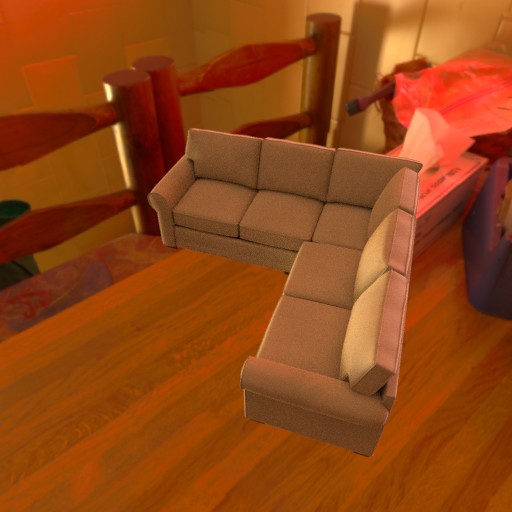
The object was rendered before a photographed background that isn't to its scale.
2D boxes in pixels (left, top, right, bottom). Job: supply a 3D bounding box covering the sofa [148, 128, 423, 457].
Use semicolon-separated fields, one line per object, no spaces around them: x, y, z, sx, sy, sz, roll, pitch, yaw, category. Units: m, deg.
0.000;0.000;3.835;2.487;1.053;2.562;13;43;14;sofa
